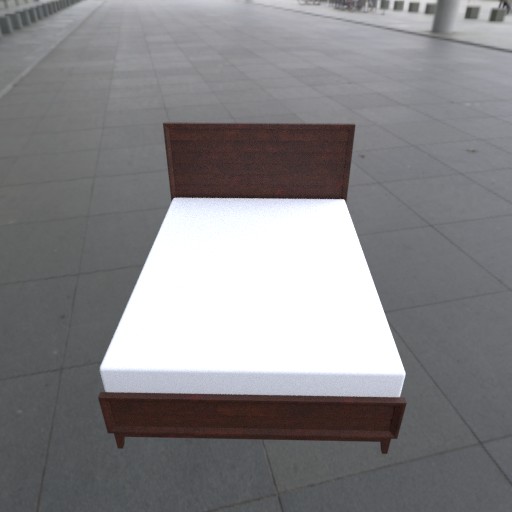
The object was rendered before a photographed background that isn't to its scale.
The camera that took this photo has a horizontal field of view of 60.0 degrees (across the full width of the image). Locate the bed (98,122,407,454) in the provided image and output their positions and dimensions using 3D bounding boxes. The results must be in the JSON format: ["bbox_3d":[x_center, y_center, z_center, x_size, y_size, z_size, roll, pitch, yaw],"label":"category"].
[{"bbox_3d":[0.000,0.000,3.118,1.600,1.270,2.184,1,32,1],"label":"bed"}]
